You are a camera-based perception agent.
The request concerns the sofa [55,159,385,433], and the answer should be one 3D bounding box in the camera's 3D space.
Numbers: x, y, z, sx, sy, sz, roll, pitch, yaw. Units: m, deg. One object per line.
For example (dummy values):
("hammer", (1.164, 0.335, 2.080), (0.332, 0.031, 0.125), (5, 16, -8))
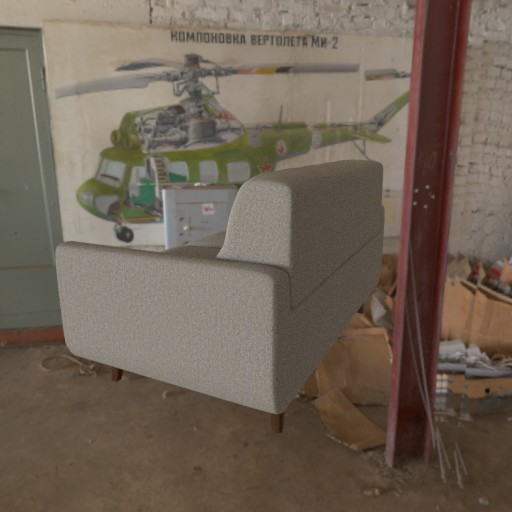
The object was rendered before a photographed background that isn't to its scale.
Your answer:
("sofa", (0.000, 0.000, 2.233), (0.952, 0.925, 1.651), (7, 17, 26))
